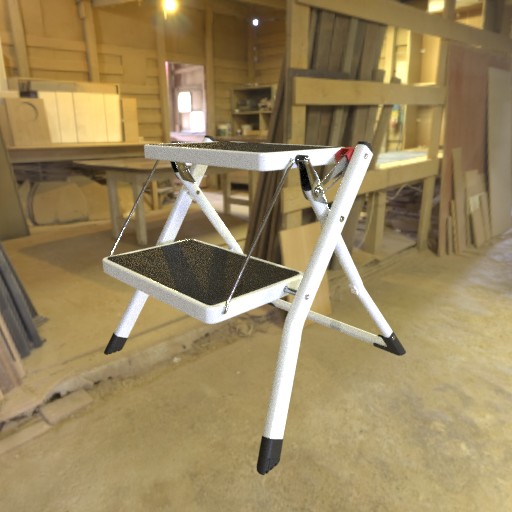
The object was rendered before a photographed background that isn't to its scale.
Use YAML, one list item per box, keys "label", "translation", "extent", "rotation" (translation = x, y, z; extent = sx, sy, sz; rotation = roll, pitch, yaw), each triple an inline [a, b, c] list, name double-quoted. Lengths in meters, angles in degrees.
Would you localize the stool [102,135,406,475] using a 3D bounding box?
- label: "stool"
  translation: [0.000, 0.000, 0.868]
  extent: [0.490, 0.445, 0.485]
  rotation: [-16, 23, -42]
